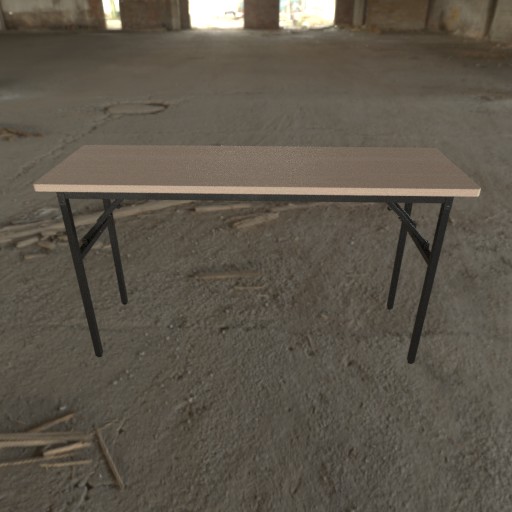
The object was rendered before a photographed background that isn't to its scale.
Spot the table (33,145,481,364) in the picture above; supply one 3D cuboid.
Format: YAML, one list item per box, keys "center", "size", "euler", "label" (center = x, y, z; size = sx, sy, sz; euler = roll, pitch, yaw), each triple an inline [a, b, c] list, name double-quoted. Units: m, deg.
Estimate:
- center: [0.000, 0.000, 1.753]
  size: [1.397, 0.750, 0.447]
  euler: [1, 30, 2]
  label: "table"
